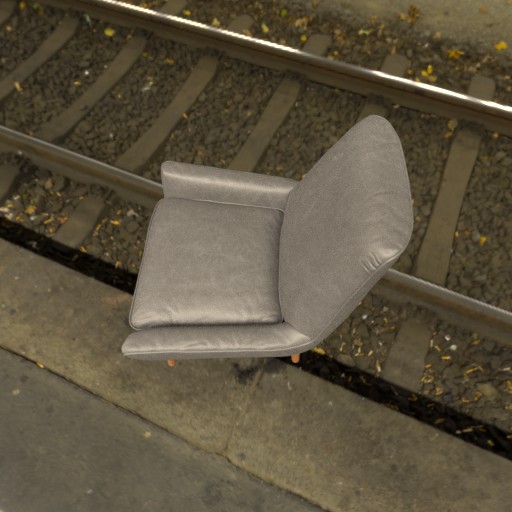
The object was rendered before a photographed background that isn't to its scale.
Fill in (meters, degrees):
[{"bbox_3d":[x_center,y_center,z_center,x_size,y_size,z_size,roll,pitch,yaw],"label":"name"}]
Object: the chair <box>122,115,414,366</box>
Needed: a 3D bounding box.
[{"bbox_3d":[0.000,0.000,1.559,0.822,0.888,0.787,3,59,2],"label":"chair"}]
